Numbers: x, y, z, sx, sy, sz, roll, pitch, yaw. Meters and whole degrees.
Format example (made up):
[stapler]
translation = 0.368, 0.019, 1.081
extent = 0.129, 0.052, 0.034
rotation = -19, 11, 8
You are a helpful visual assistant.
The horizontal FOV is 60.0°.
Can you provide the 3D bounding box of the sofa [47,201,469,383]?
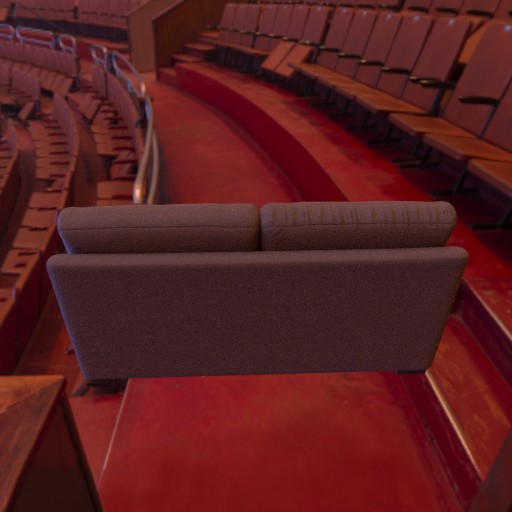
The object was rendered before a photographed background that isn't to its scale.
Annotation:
[sofa]
translation = 0.000, 0.000, 2.497
extent = 1.869, 0.950, 1.140
rotation = -1, 30, -2
